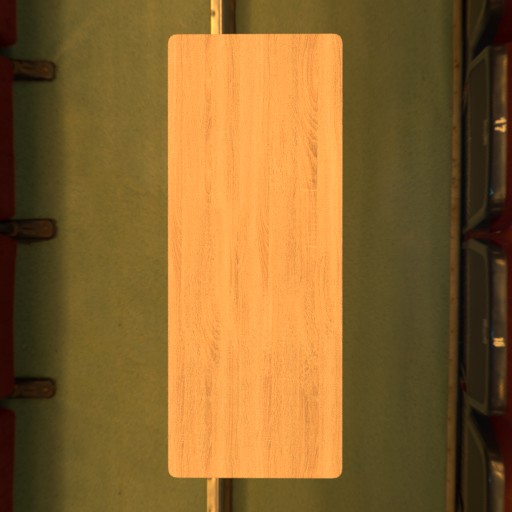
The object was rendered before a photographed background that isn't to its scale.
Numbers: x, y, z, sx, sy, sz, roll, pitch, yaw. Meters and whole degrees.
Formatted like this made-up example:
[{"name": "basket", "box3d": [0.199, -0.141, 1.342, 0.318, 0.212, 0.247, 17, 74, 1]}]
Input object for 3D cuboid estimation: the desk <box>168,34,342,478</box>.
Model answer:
[{"name": "desk", "box3d": [0.000, 0.000, 1.776, 0.550, 0.760, 1.400, 0, 90, 0]}]
